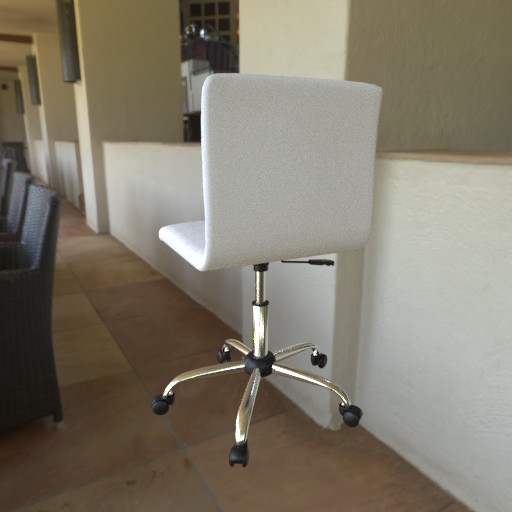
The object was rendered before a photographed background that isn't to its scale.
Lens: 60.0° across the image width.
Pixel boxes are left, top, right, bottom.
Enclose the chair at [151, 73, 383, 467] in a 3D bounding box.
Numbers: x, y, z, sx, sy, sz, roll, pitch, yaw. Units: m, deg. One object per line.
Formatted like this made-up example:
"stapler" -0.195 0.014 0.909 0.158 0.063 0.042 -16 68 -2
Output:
"chair" 0.000 0.000 1.047 0.520 0.750 0.455 -7 16 -26
